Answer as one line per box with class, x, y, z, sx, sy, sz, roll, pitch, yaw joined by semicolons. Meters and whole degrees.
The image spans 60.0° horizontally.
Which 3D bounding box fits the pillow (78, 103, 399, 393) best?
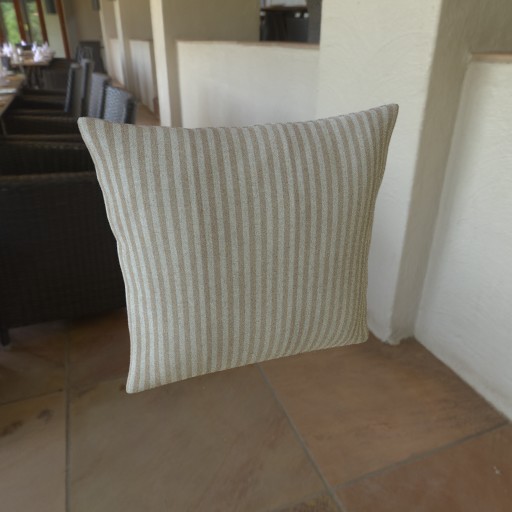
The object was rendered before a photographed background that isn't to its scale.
pillow;0.000;0.000;0.802;0.523;0.510;0.166;-8;27;-16
